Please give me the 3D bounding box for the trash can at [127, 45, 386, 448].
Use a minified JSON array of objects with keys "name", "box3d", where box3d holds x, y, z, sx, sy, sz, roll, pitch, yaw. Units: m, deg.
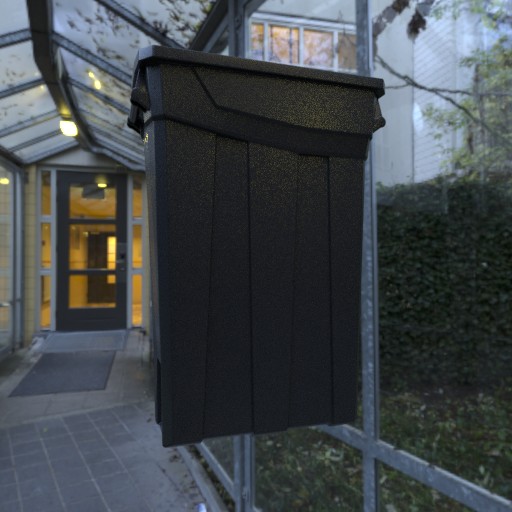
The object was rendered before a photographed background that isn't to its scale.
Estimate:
[{"name":"trash can","box3d":[0.000,0.000,1.007,0.559,0.762,0.281,0,0,-18]}]
